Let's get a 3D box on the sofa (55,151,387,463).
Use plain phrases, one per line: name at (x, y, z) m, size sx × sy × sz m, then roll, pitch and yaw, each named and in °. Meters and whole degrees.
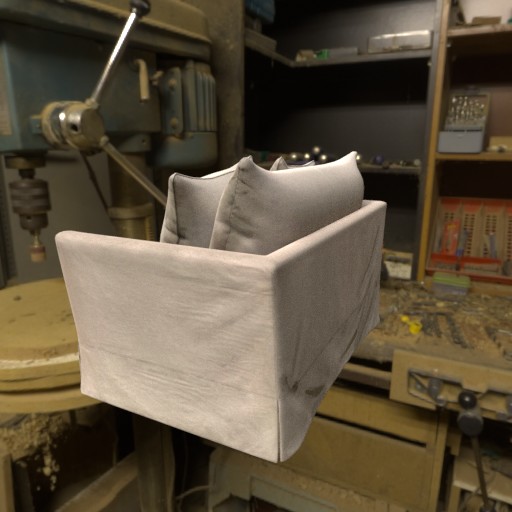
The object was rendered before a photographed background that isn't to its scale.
sofa at (0.000, 0.000, 2.271) m, size 1.035 × 1.040 × 1.608 m, roll 7°, pitch 16°, yaw 27°
